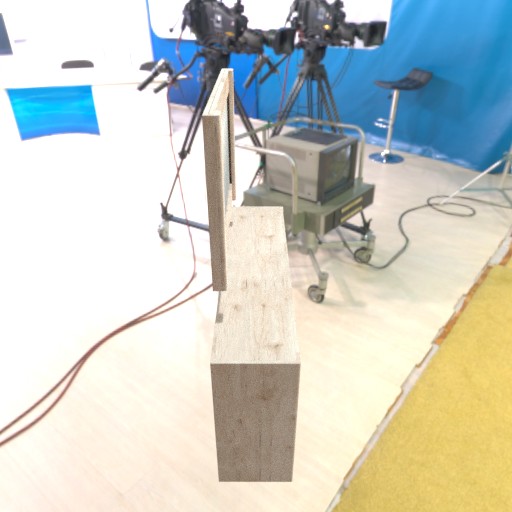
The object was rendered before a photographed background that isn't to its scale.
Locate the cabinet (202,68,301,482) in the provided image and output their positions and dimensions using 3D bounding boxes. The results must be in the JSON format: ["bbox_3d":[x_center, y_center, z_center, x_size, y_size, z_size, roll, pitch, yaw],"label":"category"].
[{"bbox_3d":[0.000,0.000,2.731,0.420,1.981,1.700,0,31,0],"label":"cabinet"}]
